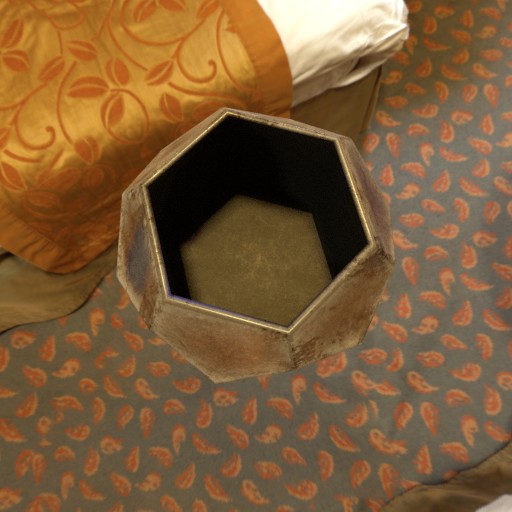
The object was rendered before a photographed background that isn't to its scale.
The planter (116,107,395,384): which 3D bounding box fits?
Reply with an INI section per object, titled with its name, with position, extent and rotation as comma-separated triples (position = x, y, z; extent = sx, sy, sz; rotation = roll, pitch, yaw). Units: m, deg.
[planter]
position = 0.000, 0.000, 0.429
extent = 0.221, 0.238, 0.243
rotation = 15, 76, 4
